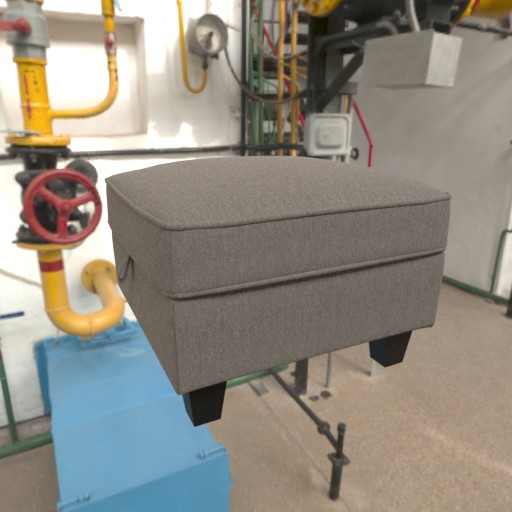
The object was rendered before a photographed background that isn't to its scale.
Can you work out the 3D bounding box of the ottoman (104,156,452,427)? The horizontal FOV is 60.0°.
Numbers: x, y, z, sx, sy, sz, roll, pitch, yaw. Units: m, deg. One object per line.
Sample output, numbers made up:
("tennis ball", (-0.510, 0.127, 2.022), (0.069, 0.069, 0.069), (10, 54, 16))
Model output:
("ottoman", (0.000, 0.000, 1.435), (0.871, 0.612, 0.808), (-9, 20, -25))
